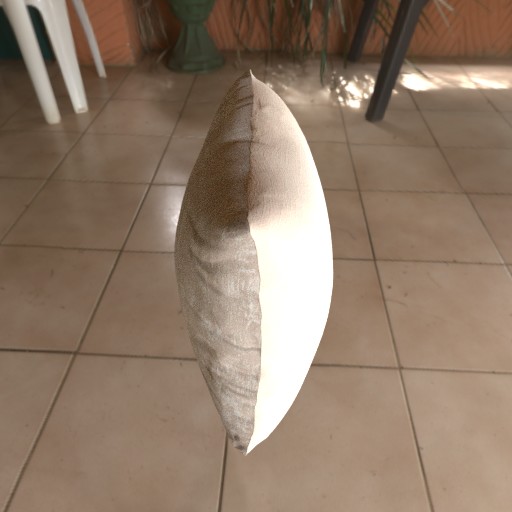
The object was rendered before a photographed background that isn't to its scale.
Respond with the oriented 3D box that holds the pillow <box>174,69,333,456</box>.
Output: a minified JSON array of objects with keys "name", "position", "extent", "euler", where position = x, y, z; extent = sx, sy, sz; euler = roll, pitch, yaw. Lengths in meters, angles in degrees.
[{"name":"pillow","position":[0.000,0.000,0.718],"extent":[0.245,0.448,0.450],"euler":[1,41,1]}]
